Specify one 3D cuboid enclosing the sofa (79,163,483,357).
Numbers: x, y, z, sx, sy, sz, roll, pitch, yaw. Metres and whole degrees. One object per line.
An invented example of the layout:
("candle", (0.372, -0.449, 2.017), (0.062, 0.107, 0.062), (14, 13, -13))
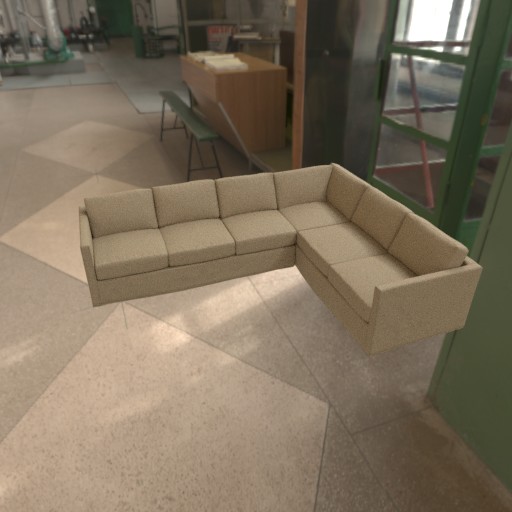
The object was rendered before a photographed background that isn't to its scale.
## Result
("sofa", (0.000, 0.000, 4.342), (3.182, 0.871, 2.432), (-11, 33, -17))
